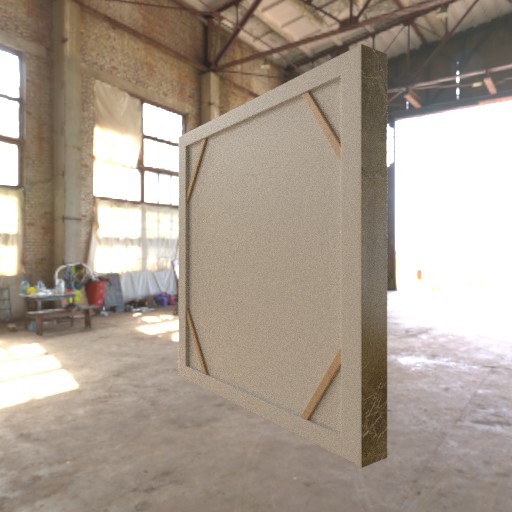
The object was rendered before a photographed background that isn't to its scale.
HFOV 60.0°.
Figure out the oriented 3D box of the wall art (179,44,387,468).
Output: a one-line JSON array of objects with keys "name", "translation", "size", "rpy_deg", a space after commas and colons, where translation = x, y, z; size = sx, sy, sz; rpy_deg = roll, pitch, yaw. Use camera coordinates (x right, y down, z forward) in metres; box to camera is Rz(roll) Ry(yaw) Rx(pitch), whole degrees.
[{"name": "wall art", "translation": [0.000, 0.000, 0.601], "size": [0.038, 0.407, 0.405], "rpy_deg": [0, 0, -35]}]
